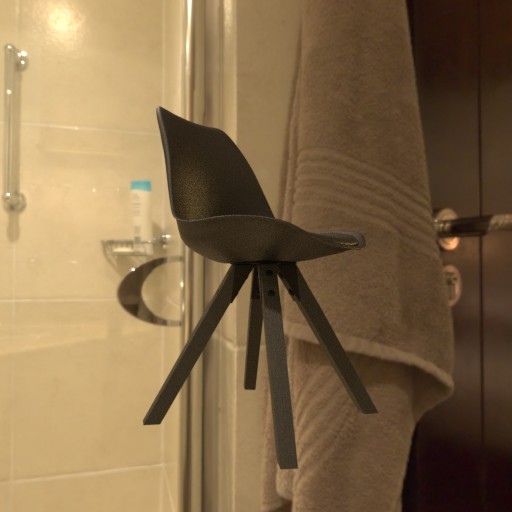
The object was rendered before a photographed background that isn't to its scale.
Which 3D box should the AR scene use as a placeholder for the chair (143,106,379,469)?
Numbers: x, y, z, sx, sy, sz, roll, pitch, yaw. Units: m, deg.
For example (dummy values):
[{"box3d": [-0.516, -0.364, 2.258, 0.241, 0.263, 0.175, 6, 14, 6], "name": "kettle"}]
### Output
[{"box3d": [0.000, 0.000, 1.185, 0.550, 0.850, 0.485, -1, -2, 37], "name": "chair"}]
